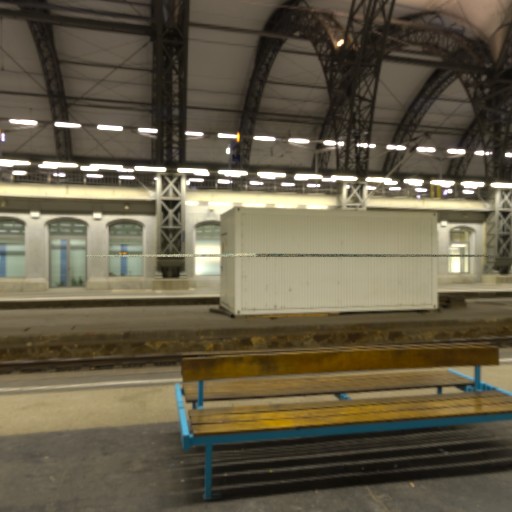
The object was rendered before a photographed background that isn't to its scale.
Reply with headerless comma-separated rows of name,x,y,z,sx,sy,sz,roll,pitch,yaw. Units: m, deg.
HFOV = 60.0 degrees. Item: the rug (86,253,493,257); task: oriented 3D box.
rug,0.000,0.000,2.319,1.260,0.009,1.820,0,0,-35
